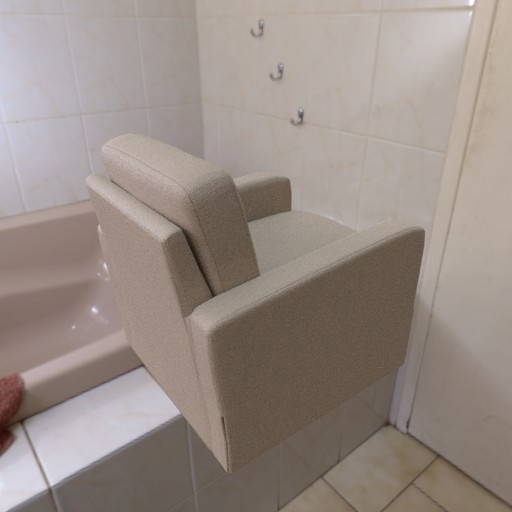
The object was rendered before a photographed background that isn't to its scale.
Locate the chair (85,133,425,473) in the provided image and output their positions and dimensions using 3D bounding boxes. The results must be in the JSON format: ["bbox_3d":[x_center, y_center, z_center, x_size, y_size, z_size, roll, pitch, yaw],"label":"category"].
[{"bbox_3d":[0.000,0.000,1.500,0.888,0.827,0.755,-19,32,-32],"label":"chair"}]
